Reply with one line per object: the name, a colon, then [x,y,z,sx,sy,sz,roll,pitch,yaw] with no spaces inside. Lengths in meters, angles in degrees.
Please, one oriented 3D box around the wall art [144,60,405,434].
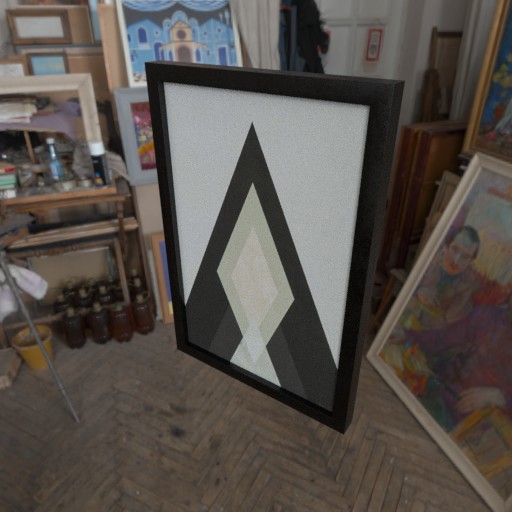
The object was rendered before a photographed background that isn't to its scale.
wall art: [0.000,0.000,0.588,0.313,0.457,0.031,19,34,29]
